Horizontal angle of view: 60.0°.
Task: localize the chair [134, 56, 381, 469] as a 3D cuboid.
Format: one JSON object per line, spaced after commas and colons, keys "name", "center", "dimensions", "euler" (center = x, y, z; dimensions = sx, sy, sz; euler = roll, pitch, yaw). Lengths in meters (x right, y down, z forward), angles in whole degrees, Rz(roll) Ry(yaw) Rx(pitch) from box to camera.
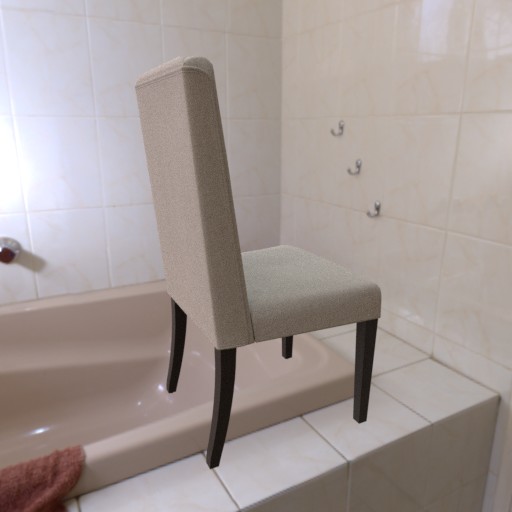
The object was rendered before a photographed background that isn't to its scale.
{"name": "chair", "center": [0.000, 0.000, 1.247], "dimensions": [0.523, 0.961, 0.474], "euler": [-8, 18, -25]}
